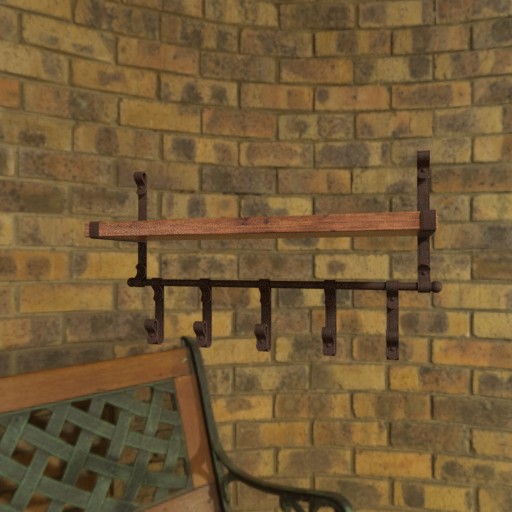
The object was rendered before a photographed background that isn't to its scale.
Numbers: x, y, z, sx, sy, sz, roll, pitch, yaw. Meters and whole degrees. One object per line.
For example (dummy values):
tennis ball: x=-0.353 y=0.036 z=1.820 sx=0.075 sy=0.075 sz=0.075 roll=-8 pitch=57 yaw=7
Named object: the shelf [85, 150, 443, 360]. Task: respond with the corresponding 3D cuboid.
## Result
shelf: x=0.000 y=0.000 z=0.715 sx=0.567 sy=0.330 sz=0.146 roll=0 pitch=-1 yaw=18
